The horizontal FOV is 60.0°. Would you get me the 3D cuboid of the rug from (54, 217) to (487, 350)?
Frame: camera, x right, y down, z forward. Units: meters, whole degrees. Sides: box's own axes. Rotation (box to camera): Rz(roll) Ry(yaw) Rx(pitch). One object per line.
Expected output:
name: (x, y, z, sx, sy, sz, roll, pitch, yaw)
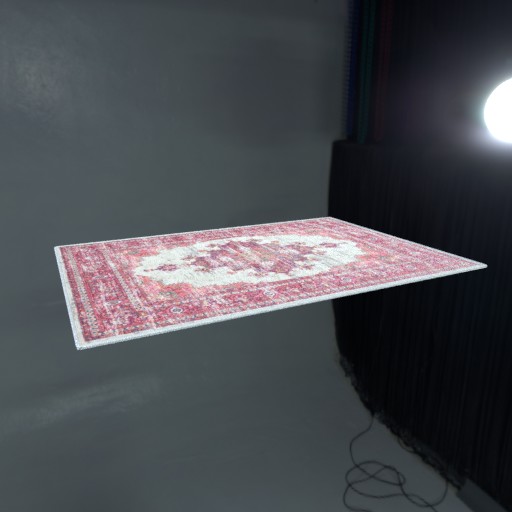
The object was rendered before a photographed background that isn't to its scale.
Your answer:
rug: (0.000, 0.000, 2.161, 1.747, 0.011, 1.217, -8, 18, -25)
